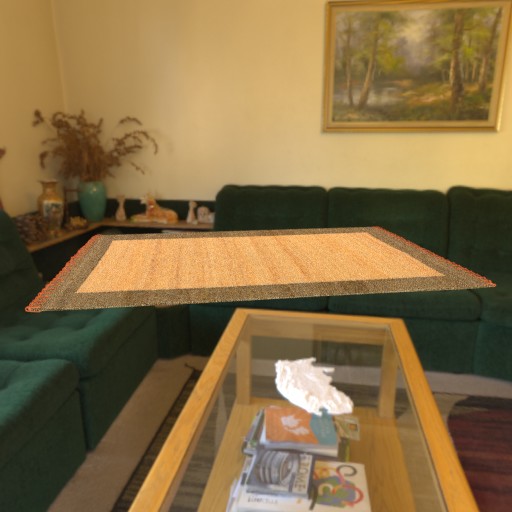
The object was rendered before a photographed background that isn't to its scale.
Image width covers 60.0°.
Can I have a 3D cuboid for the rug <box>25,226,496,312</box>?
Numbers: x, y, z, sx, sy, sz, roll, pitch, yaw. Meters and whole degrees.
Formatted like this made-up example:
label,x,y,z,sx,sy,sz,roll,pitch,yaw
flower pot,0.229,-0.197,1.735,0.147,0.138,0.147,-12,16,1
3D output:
label,x,y,z,sx,sy,sz,roll,pitch,yaw
rug,0.000,0.000,2.259,1.838,0.019,1.220,-2,15,-8
